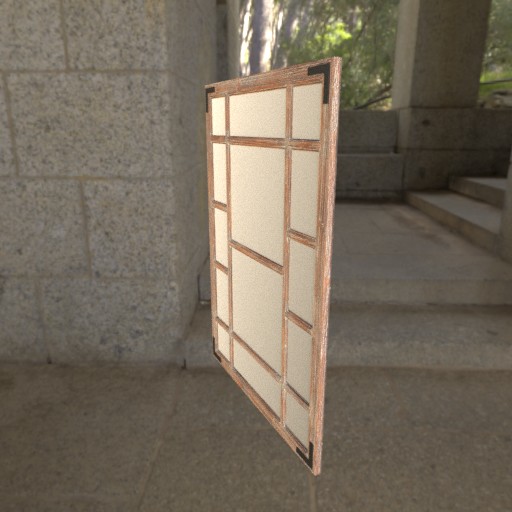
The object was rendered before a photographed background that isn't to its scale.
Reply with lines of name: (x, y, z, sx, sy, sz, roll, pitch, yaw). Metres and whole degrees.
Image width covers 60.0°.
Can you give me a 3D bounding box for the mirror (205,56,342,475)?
mirror: (0.000, 0.000, 1.308, 0.025, 0.996, 0.705, -8, 18, -26)
